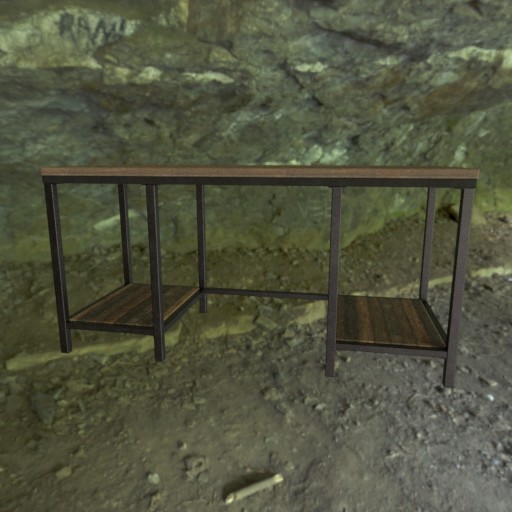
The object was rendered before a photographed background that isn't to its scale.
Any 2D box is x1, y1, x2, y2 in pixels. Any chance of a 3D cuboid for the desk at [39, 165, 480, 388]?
[{"bbox_3d":[0.000,0.000,1.900,1.538,0.753,0.617,2,13,11],"label":"desk"}]
